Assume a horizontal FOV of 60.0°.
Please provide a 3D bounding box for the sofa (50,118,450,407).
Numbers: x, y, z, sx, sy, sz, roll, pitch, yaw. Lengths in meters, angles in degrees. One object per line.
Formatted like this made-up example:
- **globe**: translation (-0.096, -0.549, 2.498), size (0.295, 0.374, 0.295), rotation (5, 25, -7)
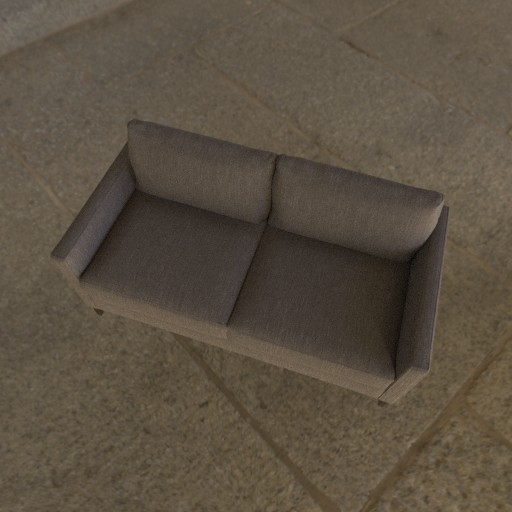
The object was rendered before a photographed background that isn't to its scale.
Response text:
- **sofa**: translation (0.000, 0.000, 2.185), size (1.682, 0.840, 0.875), rotation (16, 60, 10)
